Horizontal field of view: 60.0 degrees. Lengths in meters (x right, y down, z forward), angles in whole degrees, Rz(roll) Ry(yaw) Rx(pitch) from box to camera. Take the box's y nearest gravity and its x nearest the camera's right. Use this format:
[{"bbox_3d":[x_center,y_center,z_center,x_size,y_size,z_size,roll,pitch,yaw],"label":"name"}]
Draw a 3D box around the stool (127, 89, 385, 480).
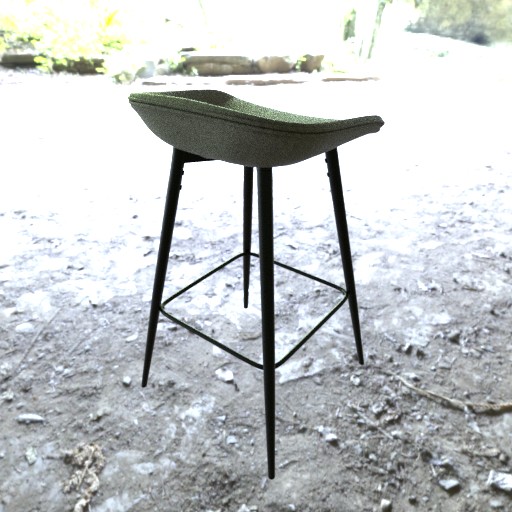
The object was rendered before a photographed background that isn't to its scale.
[{"bbox_3d":[0.000,0.000,1.102,0.469,0.814,0.480,22,37,32],"label":"stool"}]
